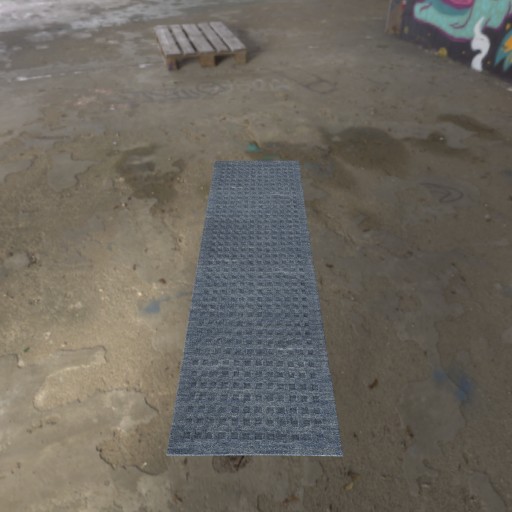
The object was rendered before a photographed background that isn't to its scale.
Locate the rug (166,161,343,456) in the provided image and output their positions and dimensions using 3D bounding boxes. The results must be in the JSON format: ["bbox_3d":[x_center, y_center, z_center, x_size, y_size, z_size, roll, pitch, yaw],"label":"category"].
[{"bbox_3d":[0.000,0.000,2.664,0.688,0.008,2.443,0,39,0],"label":"rug"}]
